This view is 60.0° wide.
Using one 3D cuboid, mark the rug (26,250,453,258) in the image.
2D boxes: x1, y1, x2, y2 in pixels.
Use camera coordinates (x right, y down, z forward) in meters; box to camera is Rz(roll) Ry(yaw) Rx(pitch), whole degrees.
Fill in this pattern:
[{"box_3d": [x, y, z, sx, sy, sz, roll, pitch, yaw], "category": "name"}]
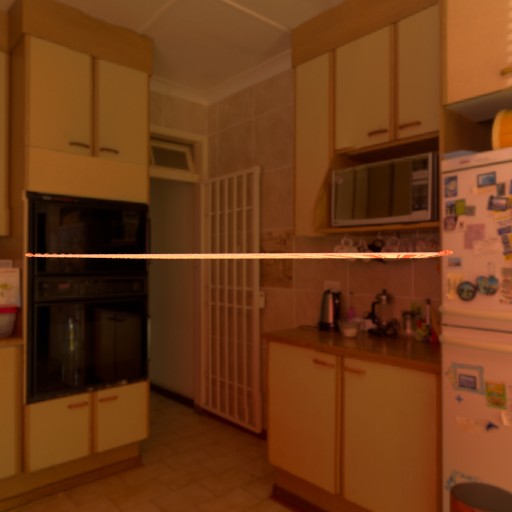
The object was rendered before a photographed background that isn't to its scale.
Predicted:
[{"box_3d": [0.000, 0.000, 4.434, 3.369, 0.035, 2.451, 0, -1, 18], "category": "rug"}]
